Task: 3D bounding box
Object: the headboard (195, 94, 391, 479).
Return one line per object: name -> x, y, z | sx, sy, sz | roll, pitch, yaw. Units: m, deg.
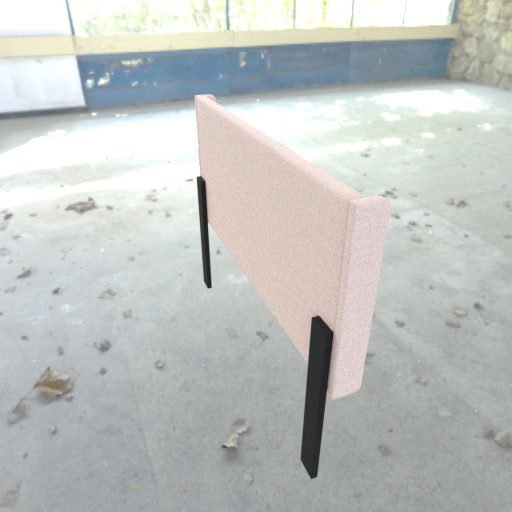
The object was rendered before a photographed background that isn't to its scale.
headboard -> 0.000, 0.000, 2.682 | 0.184, 1.524, 2.051 | -11, 32, -19
